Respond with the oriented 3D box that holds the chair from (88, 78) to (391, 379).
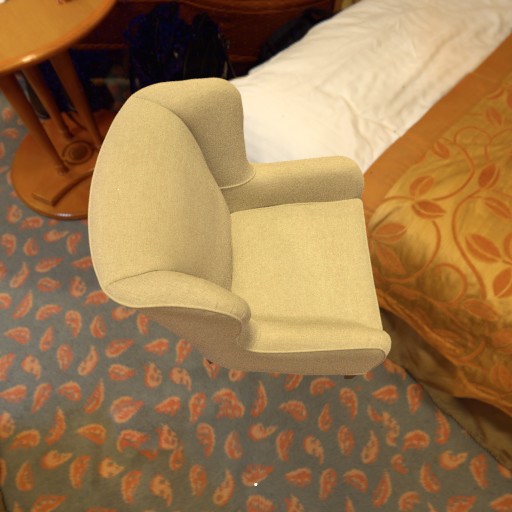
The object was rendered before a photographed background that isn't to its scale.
[{"bbox_3d":[0.000,0.000,1.736,0.966,1.040,0.838,-1,63,-1],"label":"chair"}]
